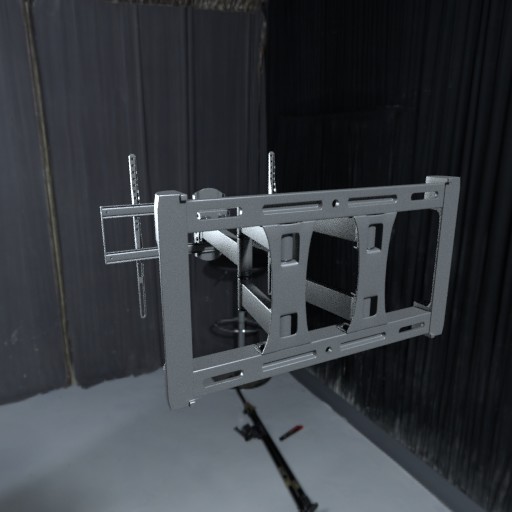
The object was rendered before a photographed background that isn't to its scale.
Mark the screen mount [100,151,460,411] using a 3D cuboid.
[{"bbox_3d":[0.000,0.000,1.124,0.661,0.491,0.644,-8,17,-27],"label":"screen mount"}]
